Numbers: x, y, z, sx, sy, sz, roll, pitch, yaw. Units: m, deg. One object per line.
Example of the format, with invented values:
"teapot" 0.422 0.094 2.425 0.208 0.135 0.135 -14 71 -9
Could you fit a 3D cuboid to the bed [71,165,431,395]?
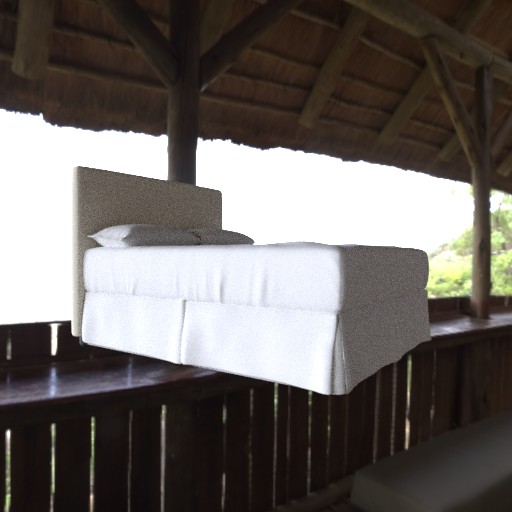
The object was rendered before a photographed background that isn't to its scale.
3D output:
"bed" 0.000 0.000 3.307 2.147 1.330 1.714 1 1 35
